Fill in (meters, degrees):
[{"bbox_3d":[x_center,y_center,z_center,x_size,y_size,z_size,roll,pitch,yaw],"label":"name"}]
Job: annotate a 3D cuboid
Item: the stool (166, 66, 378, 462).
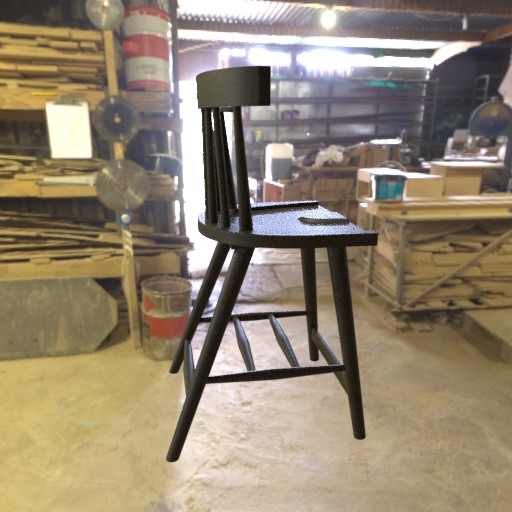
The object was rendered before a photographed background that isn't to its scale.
[{"bbox_3d":[0.000,0.000,1.271,0.549,0.953,0.494,-3,16,-9],"label":"stool"}]
